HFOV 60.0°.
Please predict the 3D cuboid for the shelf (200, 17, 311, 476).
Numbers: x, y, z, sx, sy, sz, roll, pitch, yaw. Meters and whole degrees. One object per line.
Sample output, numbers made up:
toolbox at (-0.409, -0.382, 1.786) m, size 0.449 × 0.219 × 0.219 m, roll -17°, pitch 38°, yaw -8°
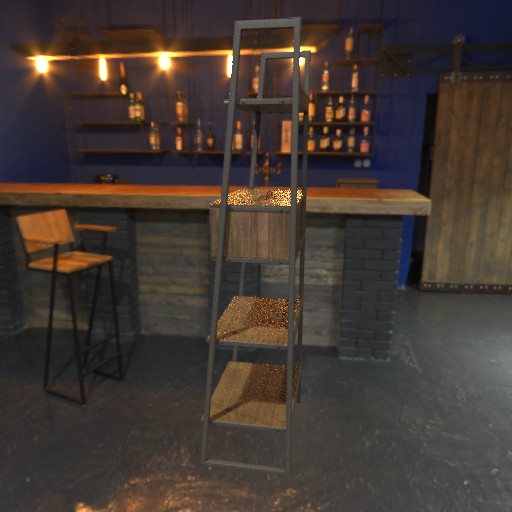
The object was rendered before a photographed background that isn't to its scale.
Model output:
shelf at (0.000, 0.000, 2.225) m, size 0.454 × 2.005 × 0.652 m, roll 3°, pitch 15°, yaw 10°
